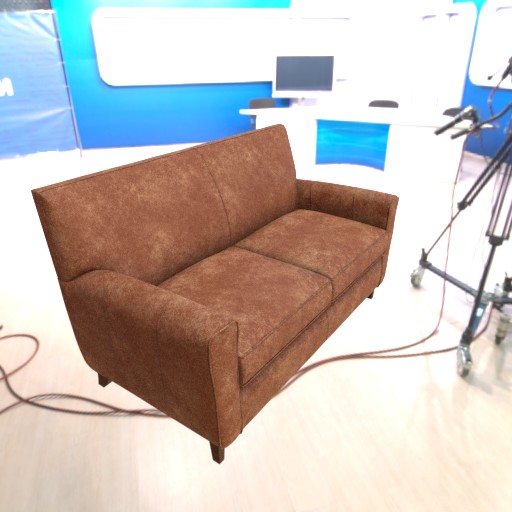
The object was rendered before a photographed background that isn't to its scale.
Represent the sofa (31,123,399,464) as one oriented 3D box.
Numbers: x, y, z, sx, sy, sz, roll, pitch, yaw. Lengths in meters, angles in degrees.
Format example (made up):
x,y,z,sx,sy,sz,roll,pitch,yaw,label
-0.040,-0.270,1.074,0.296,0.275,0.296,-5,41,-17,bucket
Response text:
x,y,z,sx,sy,sz,roll,pitch,yaw,label
0.000,0.000,1.980,0.787,0.871,1.473,18,32,32,sofa
